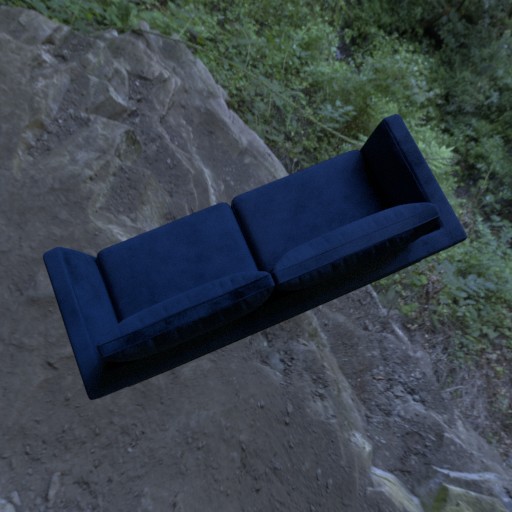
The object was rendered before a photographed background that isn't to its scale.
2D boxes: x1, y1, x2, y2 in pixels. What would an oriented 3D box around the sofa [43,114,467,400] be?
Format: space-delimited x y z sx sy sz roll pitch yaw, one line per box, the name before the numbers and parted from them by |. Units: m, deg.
sofa | 0.000 0.000 2.679 2.212 0.998 0.853 -22 77 -5
